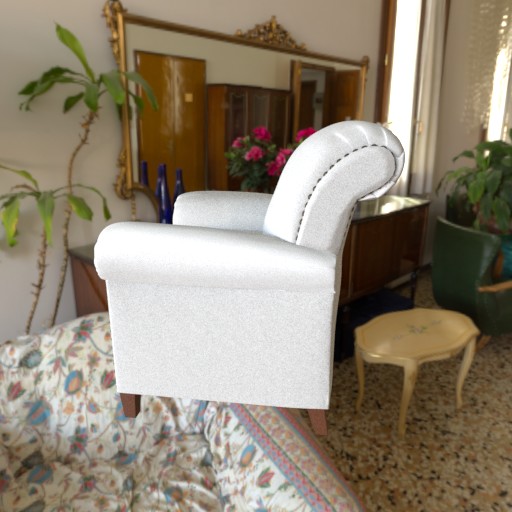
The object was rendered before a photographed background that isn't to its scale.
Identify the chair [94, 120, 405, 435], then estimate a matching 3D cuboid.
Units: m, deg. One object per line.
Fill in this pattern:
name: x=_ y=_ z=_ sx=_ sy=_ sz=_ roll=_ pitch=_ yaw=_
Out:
chair: x=0.000 y=0.000 z=1.598 sx=0.890 sy=0.927 sz=0.854 roll=2 pitch=16 yaw=8
